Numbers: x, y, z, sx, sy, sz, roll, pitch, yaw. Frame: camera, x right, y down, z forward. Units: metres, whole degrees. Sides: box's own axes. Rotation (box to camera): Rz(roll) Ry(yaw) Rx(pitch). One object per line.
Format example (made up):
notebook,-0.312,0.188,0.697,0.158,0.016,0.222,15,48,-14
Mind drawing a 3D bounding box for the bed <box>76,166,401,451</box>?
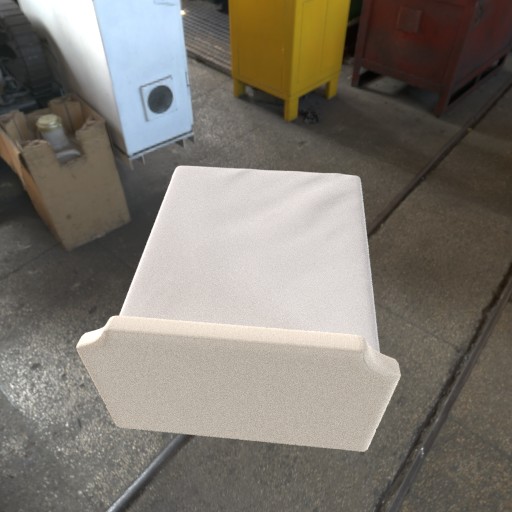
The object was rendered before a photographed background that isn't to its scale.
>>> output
bed,0.000,0.000,3.596,1.977,1.293,2.498,4,46,4
